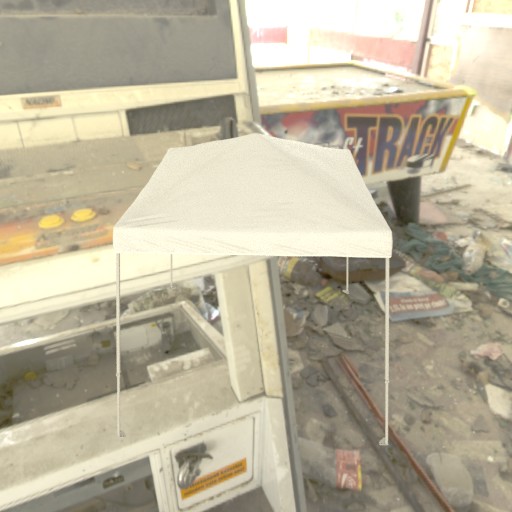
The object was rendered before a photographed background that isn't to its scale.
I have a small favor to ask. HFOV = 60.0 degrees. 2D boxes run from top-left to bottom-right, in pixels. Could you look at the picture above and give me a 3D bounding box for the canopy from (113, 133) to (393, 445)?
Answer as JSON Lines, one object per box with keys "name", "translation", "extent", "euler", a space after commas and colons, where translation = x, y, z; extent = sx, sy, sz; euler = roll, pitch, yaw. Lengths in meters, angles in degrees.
{"name": "canopy", "translation": [0.000, 0.000, 6.537], "extent": [3.600, 3.600, 3.599], "euler": [1, 30, 2]}
